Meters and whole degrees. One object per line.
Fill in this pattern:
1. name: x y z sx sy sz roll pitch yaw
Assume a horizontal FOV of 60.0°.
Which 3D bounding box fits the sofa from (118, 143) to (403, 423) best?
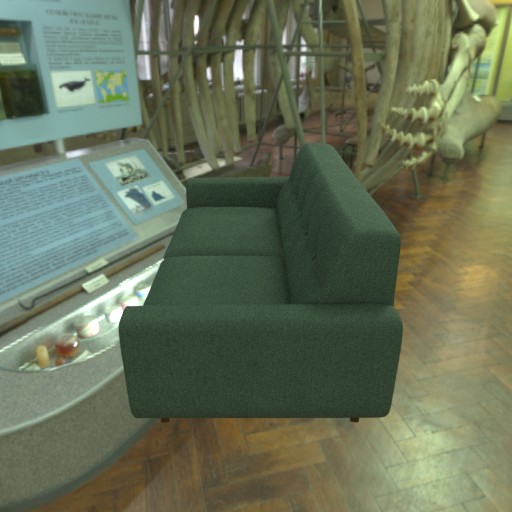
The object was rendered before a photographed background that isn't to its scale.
1. sofa: 0.000 0.000 2.141 0.909 0.841 1.631 0 25 0
